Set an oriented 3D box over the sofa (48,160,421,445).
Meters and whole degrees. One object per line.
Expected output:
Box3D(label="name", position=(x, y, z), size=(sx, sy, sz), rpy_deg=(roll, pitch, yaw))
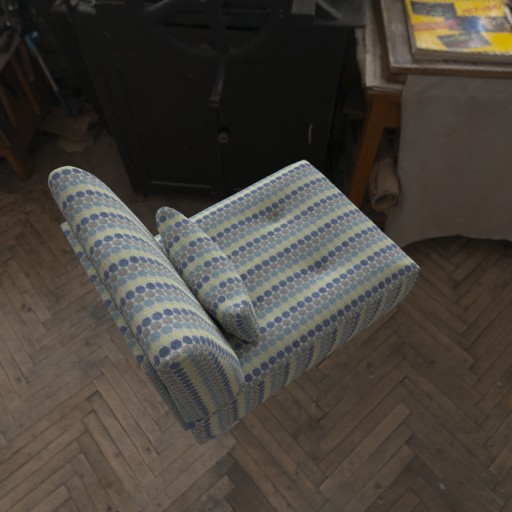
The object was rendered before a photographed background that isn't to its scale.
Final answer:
Box3D(label="sofa", position=(0.000, 0.000, 1.532), size=(1.000, 0.820, 0.700), rpy_deg=(-31, 62, -18))
